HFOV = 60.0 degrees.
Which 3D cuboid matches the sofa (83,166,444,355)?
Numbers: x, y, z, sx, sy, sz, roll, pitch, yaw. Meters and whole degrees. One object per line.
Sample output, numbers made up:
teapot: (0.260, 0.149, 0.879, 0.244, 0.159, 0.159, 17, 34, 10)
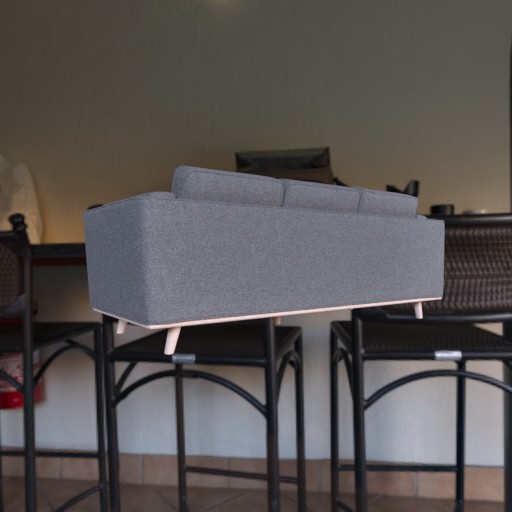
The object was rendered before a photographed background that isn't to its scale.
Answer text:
sofa: (0.000, 0.000, 3.253, 2.411, 0.929, 1.604, 0, 0, -36)
